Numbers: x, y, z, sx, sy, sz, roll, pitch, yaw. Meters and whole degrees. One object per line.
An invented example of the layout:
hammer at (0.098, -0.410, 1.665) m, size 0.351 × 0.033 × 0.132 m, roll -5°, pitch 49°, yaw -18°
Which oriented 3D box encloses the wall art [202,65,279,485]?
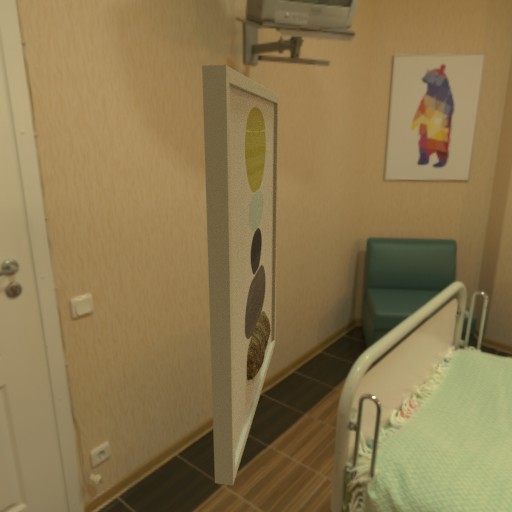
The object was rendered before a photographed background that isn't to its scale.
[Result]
wall art at (0.000, 0.000, 1.055) m, size 0.055 × 0.763 × 0.611 m, roll 3°, pitch 16°, yaw 10°
